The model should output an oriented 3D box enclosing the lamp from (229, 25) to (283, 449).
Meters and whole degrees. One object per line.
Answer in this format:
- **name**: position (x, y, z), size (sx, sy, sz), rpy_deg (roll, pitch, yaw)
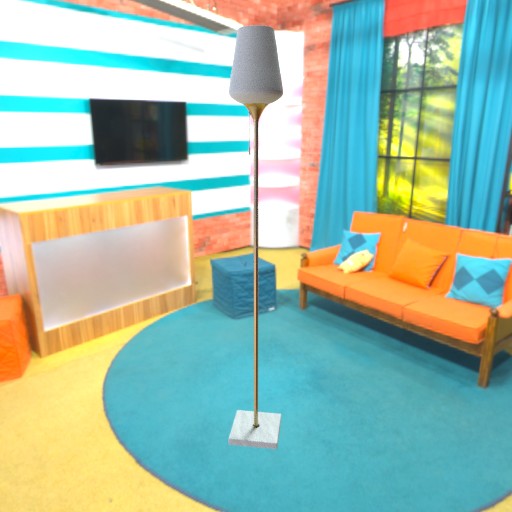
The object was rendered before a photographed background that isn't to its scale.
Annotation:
- **lamp**: position (0.000, 0.000, 1.953), size (0.232, 1.813, 0.229), rpy_deg (2, 16, 8)
